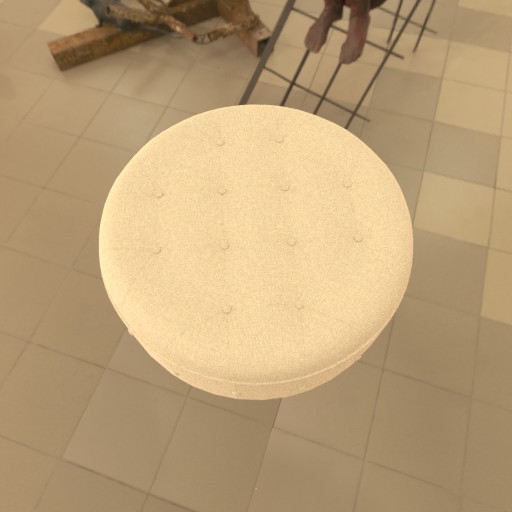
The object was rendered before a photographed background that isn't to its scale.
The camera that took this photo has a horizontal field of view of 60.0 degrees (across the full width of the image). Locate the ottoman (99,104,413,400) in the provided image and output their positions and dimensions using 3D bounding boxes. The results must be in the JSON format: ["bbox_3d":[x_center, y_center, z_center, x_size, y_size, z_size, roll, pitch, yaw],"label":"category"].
[{"bbox_3d":[0.000,0.000,1.362,0.848,0.494,0.848,0,62,0],"label":"ottoman"}]
